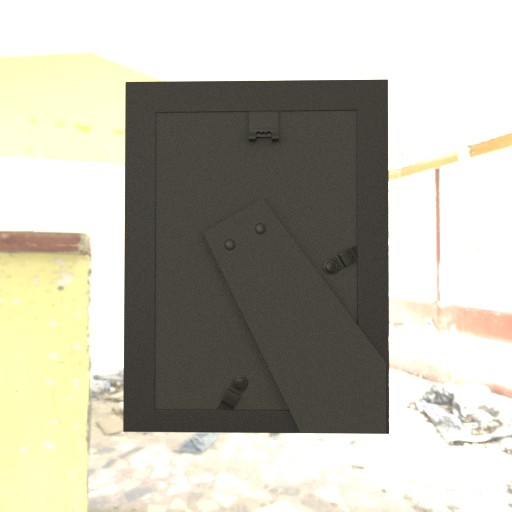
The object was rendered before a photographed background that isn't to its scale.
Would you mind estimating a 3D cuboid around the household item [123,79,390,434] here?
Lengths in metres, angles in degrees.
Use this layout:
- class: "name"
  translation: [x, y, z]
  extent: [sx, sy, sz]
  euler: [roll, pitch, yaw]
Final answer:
- class: "household item"
  translation: [0.000, 0.000, 0.229]
  extent: [0.133, 0.178, 0.022]
  euler: [0, -1, 1]
